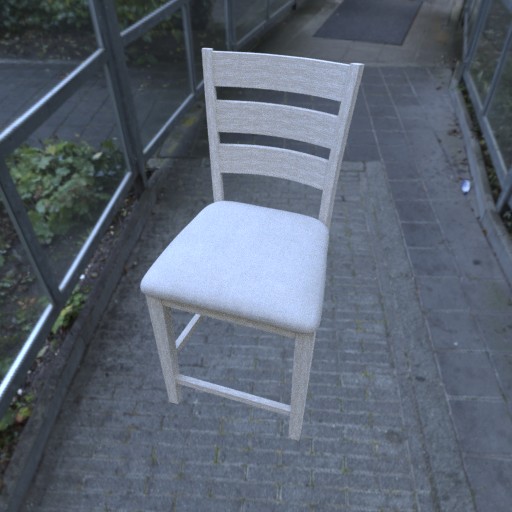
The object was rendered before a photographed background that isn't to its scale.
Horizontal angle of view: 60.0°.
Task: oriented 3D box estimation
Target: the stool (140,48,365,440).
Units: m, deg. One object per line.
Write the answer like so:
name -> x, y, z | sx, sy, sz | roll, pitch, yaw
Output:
stool -> 0.000, 0.000, 1.349 | 0.484, 1.032, 0.569 | 12, 43, 13
